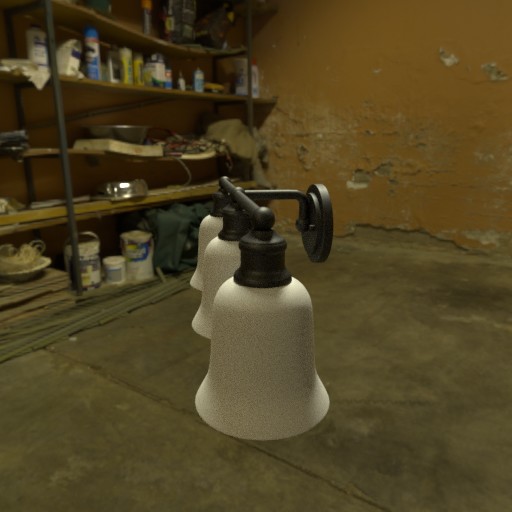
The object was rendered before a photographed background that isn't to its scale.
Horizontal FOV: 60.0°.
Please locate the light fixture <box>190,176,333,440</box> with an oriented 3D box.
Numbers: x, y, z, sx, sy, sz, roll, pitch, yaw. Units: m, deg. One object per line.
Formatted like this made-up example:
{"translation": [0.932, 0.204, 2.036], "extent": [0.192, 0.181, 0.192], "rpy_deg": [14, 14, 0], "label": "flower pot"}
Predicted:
{"translation": [0.000, 0.000, 0.665], "extent": [0.198, 0.211, 0.570], "rpy_deg": [-2, 14, -9], "label": "light fixture"}
